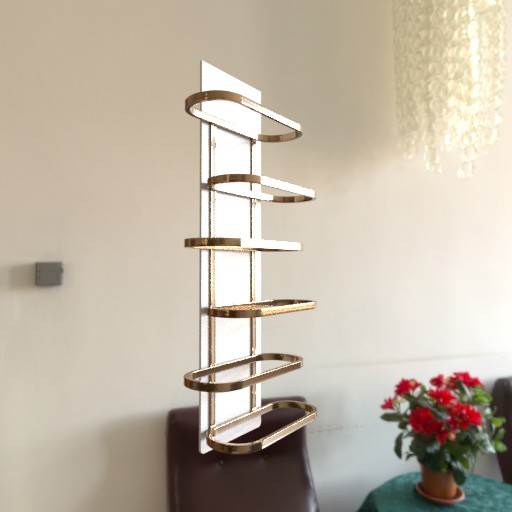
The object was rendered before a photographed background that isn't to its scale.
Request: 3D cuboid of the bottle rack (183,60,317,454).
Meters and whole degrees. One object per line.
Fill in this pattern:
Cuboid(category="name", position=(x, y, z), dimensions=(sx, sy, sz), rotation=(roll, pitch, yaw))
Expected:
Cuboid(category="bottle rack", position=(0.000, 0.000, 0.835), dimensions=(0.118, 0.709, 0.332), rotation=(-1, -2, 37))
